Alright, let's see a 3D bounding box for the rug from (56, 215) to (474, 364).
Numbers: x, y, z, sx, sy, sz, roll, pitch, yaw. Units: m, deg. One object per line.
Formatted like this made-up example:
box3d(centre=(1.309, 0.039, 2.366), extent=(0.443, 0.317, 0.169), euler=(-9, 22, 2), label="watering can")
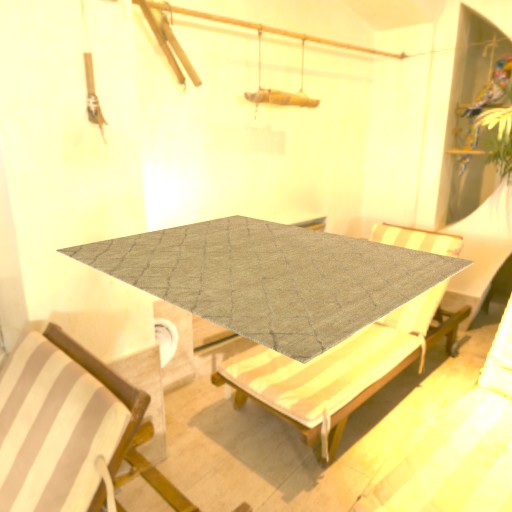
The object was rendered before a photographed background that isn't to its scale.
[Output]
box3d(centre=(0.000, 0.000, 4.101), extent=(3.038, 0.019, 2.420), euler=(15, 22, 42), label="rug")
